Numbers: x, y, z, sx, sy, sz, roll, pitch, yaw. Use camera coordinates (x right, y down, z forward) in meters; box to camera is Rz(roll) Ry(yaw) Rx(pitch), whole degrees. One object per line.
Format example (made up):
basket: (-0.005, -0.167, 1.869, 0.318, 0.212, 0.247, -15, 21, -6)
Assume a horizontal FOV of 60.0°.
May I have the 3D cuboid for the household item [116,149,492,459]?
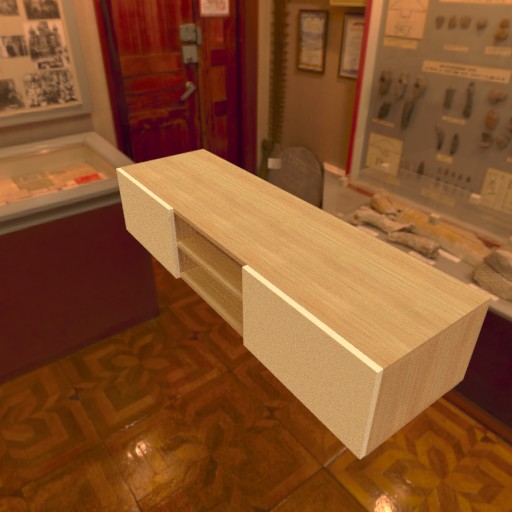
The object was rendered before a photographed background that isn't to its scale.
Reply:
household item: (0.000, 0.000, 1.551, 0.420, 0.310, 1.400, -21, 38, -30)
